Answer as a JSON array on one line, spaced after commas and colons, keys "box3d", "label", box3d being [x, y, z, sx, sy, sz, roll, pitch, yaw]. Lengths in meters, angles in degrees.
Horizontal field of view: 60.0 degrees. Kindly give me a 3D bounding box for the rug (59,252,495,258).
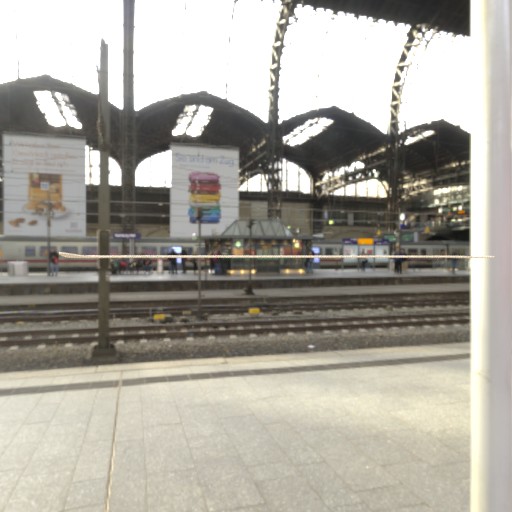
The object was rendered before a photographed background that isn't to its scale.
[{"box3d": [0.000, 0.000, 3.834, 2.897, 0.035, 2.277, 0, 0, -18], "label": "rug"}]
